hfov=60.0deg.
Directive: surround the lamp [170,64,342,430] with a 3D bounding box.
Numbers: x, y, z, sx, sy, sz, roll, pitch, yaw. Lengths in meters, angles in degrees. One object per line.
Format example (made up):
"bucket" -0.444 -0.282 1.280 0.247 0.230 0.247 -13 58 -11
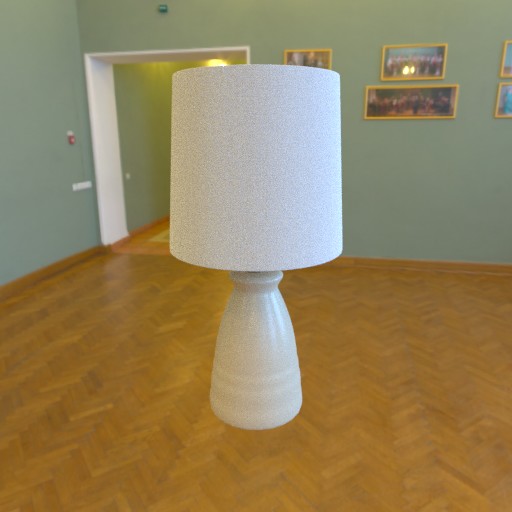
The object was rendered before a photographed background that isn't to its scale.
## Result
"lamp" 0.000 0.000 0.490 0.186 0.369 0.186 0 15 0
